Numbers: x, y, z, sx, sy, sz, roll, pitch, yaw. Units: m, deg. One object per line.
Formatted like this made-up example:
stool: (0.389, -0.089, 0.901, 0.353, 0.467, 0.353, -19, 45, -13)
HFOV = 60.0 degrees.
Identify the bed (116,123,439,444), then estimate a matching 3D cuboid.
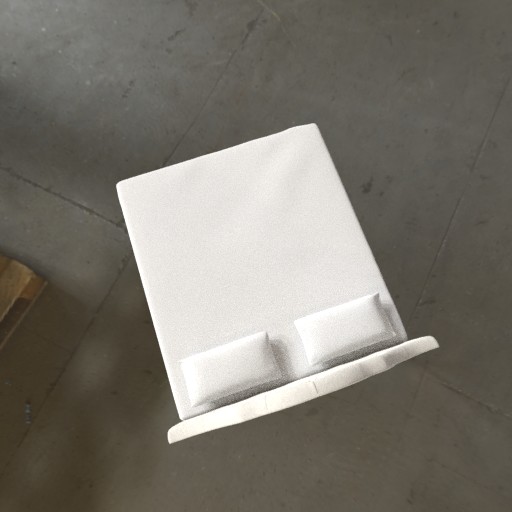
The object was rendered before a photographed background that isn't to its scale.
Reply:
bed: (0.000, 0.000, 3.537, 2.008, 1.615, 2.214, -18, 75, -5)
